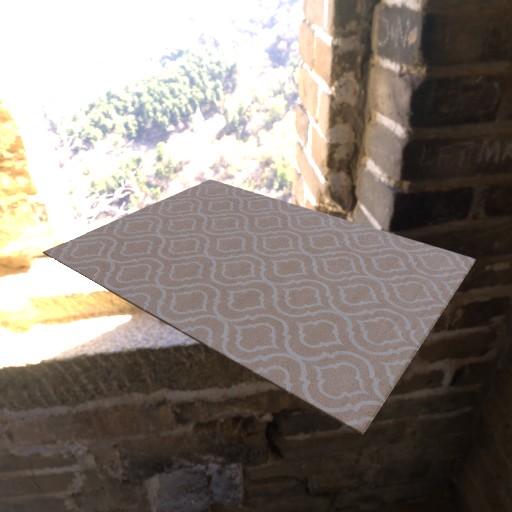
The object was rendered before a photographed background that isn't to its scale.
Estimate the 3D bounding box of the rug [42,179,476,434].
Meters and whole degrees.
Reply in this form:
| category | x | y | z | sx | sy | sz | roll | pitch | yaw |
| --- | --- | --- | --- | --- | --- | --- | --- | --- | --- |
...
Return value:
| category | x | y | z | sx | sy | sz | roll | pitch | yaw |
| --- | --- | --- | --- | --- | --- | --- | --- | --- | --- |
| rug | 0.000 | 0.000 | 2.674 | 2.134 | 0.010 | 1.524 | 22 | 37 | 31 |
